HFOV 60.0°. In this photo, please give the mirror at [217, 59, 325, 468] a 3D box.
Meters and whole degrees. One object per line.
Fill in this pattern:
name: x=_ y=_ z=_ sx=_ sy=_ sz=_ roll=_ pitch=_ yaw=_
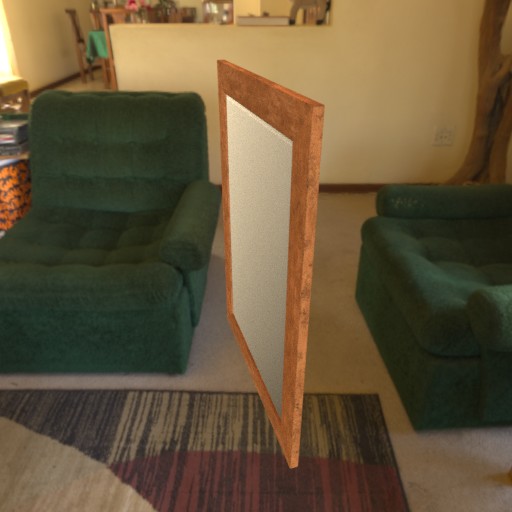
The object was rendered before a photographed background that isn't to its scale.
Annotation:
mirror: x=0.000 y=0.000 z=1.446 sx=0.028 sy=1.099 sz=0.796 roll=-9 pitch=31 yaw=-15
